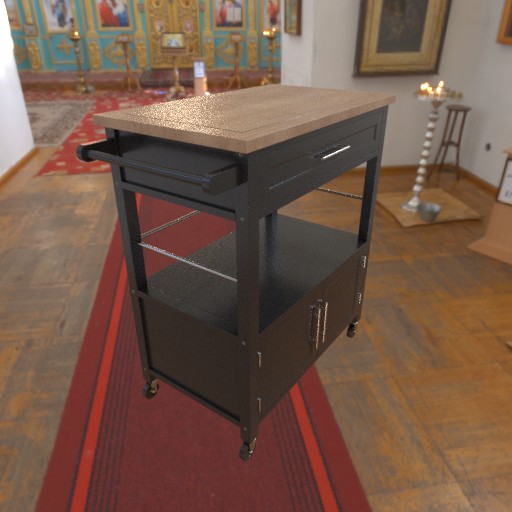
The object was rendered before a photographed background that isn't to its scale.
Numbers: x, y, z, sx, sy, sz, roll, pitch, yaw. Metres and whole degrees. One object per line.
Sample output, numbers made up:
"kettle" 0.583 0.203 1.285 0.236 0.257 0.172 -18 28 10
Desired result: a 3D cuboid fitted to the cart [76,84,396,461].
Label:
"cart" 0.000 0.000 1.380 0.459 0.901 0.840 18 33 31
